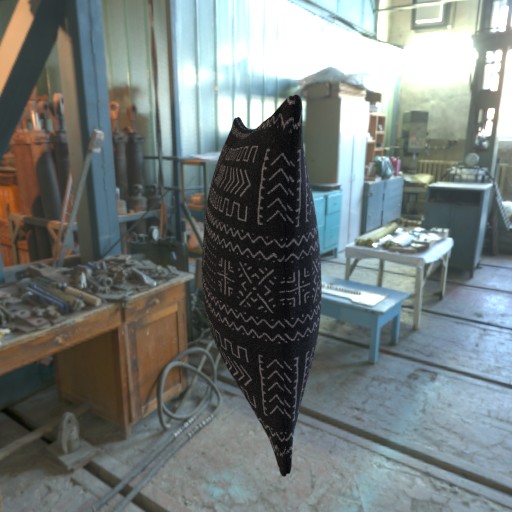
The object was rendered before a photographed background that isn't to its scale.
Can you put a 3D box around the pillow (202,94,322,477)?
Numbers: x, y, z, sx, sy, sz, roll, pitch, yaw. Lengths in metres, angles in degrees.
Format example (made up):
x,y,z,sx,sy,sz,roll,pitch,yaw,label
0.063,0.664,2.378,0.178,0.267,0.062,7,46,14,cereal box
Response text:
x,y,z,sx,sy,sz,roll,pitch,yaw,label
0.000,0.000,0.676,0.164,0.430,0.438,-3,15,-10,pillow
